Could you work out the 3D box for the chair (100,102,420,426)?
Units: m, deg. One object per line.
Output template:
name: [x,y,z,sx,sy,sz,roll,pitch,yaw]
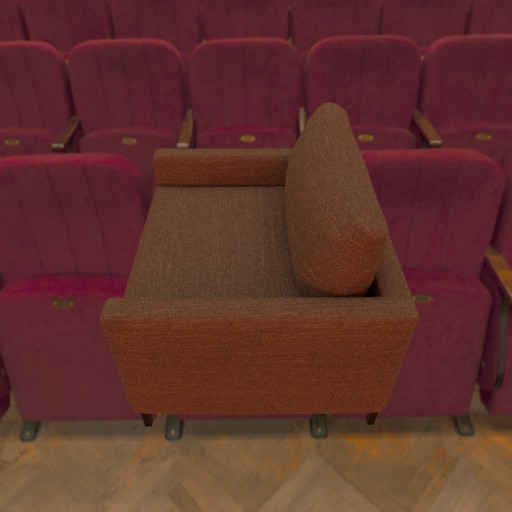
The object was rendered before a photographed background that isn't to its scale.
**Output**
chair: [0.000,0.000,1.591,0.845,0.841,0.940,0,41,0]
